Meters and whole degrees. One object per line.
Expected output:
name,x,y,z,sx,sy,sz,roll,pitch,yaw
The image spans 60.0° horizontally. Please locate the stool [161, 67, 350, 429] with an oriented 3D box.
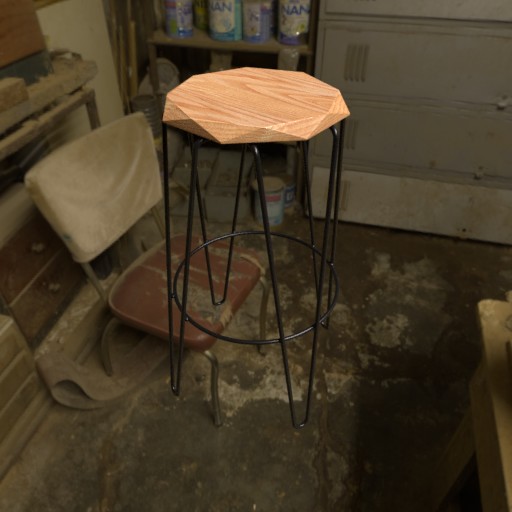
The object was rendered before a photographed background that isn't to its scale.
stool,0.000,0.000,0.837,0.326,0.610,0.326,11,40,13
